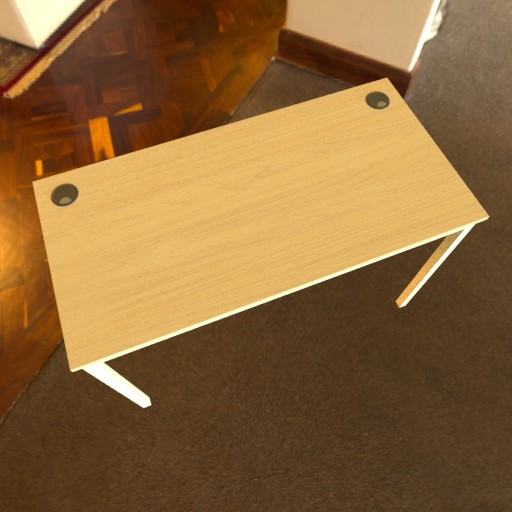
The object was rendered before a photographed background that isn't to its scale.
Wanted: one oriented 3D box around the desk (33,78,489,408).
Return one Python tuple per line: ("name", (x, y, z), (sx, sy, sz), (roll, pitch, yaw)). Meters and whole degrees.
("desk", (0.000, 0.000, 1.628), (1.200, 0.750, 0.600), (-19, 65, -9))
